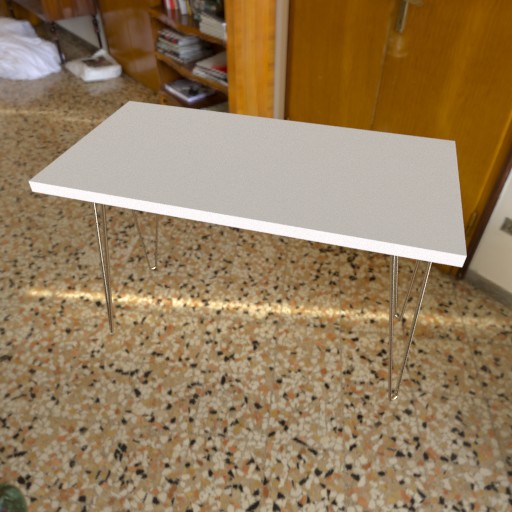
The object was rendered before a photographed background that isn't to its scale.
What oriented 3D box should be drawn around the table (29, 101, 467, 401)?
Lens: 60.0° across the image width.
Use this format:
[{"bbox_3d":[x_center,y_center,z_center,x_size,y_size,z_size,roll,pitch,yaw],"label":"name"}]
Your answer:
[{"bbox_3d":[0.000,0.000,1.356,0.991,0.660,0.498,11,43,12],"label":"table"}]
